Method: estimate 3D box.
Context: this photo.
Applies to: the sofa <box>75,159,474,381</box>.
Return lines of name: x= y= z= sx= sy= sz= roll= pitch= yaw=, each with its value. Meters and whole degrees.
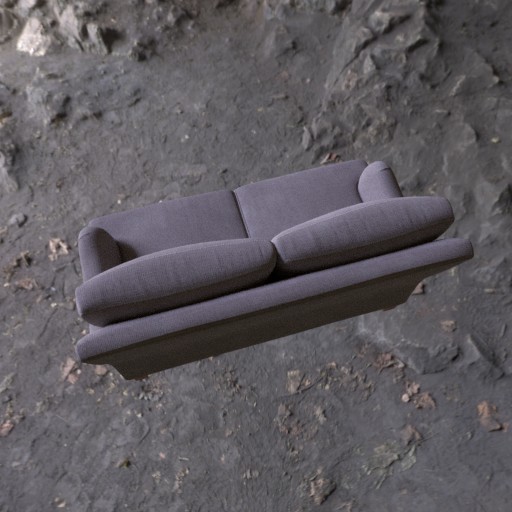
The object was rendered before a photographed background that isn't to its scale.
sofa: x=0.000 y=0.000 z=2.519 sx=1.853 sy=1.101 sz=1.084 roll=-14 pitch=59 yaw=-8
